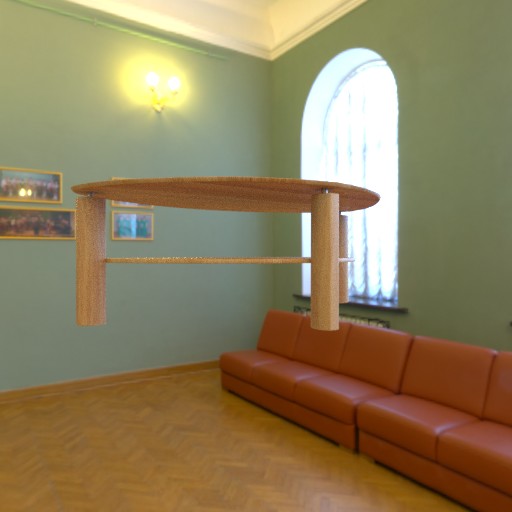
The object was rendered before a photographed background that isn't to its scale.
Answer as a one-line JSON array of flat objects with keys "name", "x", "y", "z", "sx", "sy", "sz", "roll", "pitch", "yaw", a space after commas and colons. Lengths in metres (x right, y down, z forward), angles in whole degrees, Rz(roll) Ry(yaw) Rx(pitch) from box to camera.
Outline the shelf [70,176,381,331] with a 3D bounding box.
[{"name": "shelf", "x": 0.000, "y": 0.000, "z": 1.650, "sx": 1.246, "sy": 0.440, "sz": 0.845, "roll": 0, "pitch": 0, "yaw": -35}]
